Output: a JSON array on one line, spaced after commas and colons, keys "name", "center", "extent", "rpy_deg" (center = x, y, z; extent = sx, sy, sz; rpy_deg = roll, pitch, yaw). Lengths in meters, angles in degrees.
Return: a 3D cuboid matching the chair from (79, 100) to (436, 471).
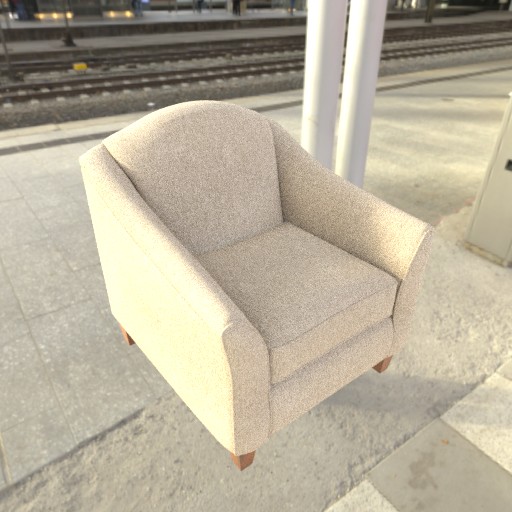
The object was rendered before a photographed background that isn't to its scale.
[{"name": "chair", "center": [0.000, 0.000, 1.411], "extent": [0.763, 0.839, 0.787], "rpy_deg": [-22, 37, -32]}]
